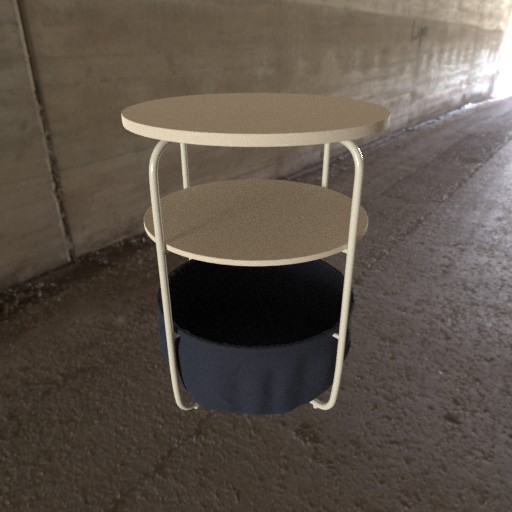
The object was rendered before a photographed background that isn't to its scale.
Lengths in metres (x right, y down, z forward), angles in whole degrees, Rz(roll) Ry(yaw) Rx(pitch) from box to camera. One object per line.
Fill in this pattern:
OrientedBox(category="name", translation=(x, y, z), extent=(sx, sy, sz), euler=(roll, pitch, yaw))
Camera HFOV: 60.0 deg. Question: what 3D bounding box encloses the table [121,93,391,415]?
OrientedBox(category="table", translation=(0.000, 0.000, 0.832), extent=(0.418, 0.532, 0.418), euler=(0, 27, 0))
